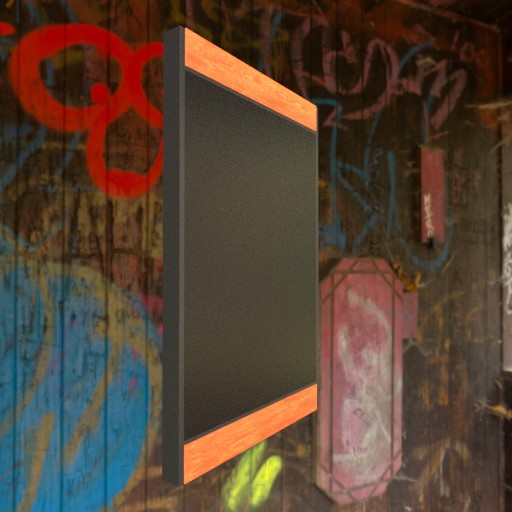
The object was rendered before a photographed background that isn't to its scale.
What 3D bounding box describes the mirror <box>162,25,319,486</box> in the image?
[{"bbox_3d":[0.000,0.000,1.015,0.047,0.823,0.525,-1,-1,36],"label":"mirror"}]
